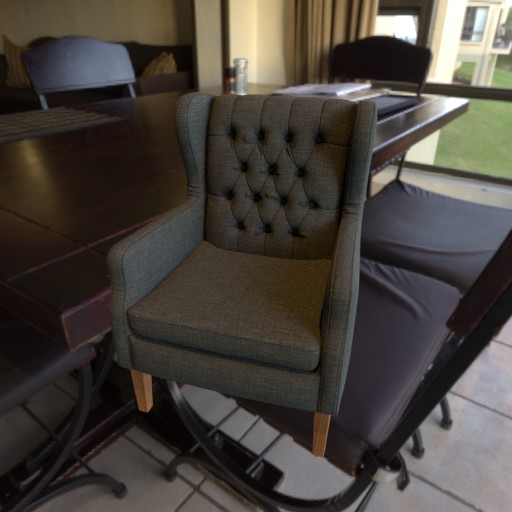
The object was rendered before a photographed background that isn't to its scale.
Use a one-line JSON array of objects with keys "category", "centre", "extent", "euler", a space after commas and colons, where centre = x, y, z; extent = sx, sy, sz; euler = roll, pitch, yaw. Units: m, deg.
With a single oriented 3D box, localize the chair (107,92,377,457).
[{"category": "chair", "centre": [0.000, 0.000, 1.489], "extent": [0.711, 0.953, 0.775], "euler": [8, 30, 15]}]
